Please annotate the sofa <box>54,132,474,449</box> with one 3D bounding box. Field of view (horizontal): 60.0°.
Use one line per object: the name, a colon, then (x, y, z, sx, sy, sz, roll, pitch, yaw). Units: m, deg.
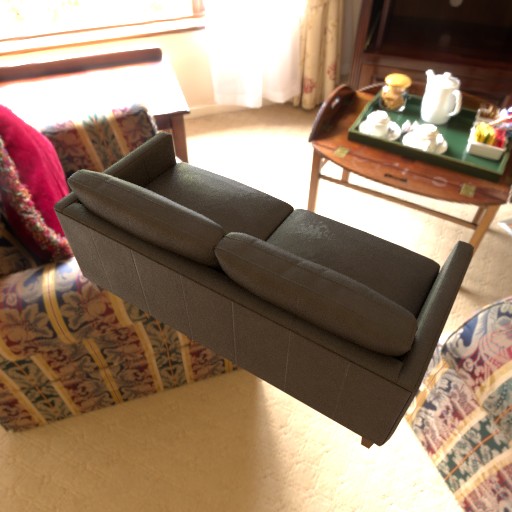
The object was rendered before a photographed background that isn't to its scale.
sofa: (0.000, 0.000, 2.403, 1.971, 0.863, 0.933, 25, 51, 22)
